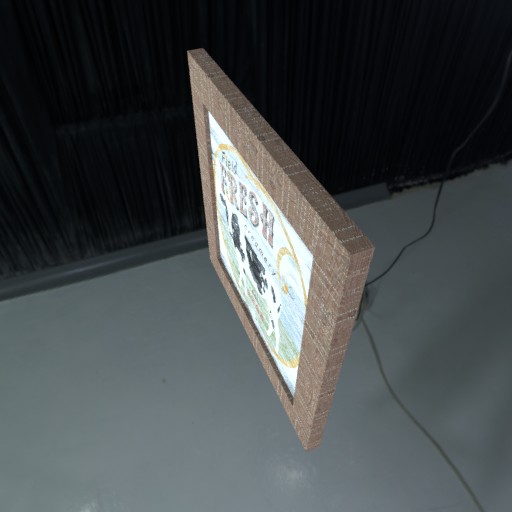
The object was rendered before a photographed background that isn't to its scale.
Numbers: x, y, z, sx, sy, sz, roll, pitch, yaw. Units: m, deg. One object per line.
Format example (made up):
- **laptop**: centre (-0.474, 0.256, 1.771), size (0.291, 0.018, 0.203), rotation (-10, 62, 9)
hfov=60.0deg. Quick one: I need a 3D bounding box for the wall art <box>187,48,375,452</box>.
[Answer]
- **wall art**: centre (0.000, 0.000, 0.797), size (0.029, 0.531, 0.531), rotation (-18, 49, -16)
